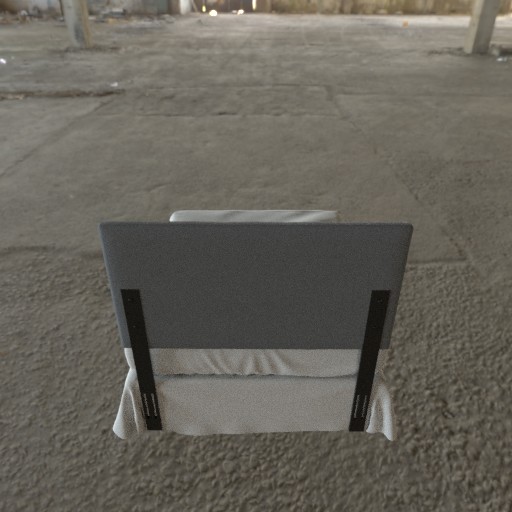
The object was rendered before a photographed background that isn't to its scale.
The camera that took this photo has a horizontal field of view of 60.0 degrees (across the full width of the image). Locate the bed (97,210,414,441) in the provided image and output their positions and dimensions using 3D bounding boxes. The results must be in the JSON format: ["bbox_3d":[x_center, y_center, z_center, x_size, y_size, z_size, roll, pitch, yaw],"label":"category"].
[{"bbox_3d":[0.000,0.000,3.529,1.936,1.577,2.222,0,31,0],"label":"bed"}]
